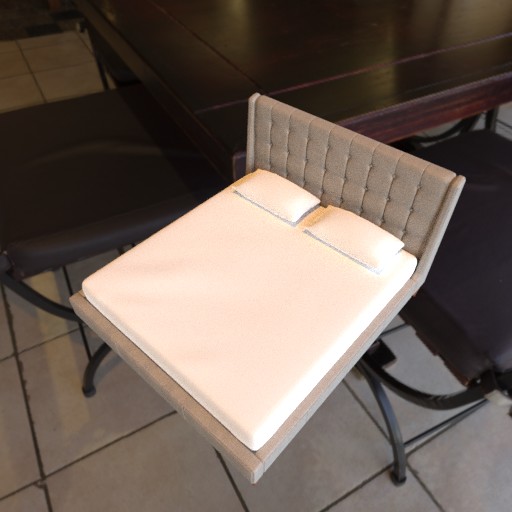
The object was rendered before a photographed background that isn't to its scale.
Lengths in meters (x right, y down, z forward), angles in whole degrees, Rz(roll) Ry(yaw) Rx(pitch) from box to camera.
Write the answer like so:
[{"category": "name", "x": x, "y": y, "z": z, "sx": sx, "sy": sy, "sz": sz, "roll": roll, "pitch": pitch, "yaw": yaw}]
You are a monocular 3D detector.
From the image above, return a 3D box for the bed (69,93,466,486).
[{"category": "bed", "x": 0.000, "y": 0.000, "z": 3.552, "sx": 2.062, "sy": 1.289, "sz": 2.342, "roll": 32, "pitch": 54, "yaw": 28}]
